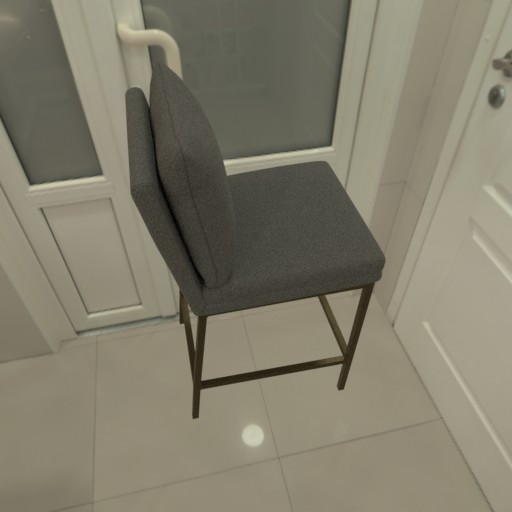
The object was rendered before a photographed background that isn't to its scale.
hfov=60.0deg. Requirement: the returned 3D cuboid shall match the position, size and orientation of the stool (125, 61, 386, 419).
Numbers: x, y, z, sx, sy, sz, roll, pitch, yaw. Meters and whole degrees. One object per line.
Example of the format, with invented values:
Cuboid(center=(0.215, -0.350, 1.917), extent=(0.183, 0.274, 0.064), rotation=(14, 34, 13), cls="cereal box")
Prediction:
Cuboid(center=(0.000, 0.000, 1.308), extent=(0.569, 1.030, 0.463), rotation=(-9, 46, -9), cls="stool")
